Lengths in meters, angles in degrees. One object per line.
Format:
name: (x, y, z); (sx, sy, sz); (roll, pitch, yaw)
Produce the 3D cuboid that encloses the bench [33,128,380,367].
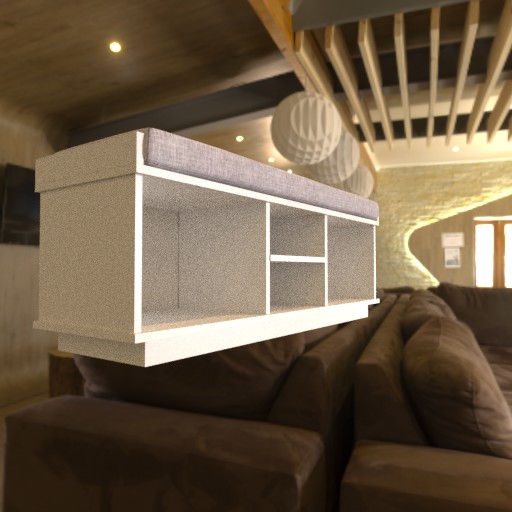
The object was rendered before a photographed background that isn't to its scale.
bench: (0.000, 0.000, 1.372); (0.363, 0.453, 1.196); (-1, -2, 36)
